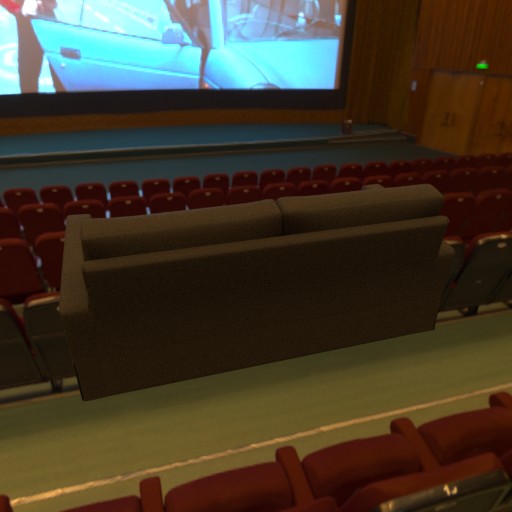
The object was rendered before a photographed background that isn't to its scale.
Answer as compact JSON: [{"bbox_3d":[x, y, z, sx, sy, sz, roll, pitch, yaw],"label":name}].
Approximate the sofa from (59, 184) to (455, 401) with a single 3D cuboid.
[{"bbox_3d":[0.000,0.000,2.340,1.852,0.839,0.898,-8,28,-15],"label":"sofa"}]
